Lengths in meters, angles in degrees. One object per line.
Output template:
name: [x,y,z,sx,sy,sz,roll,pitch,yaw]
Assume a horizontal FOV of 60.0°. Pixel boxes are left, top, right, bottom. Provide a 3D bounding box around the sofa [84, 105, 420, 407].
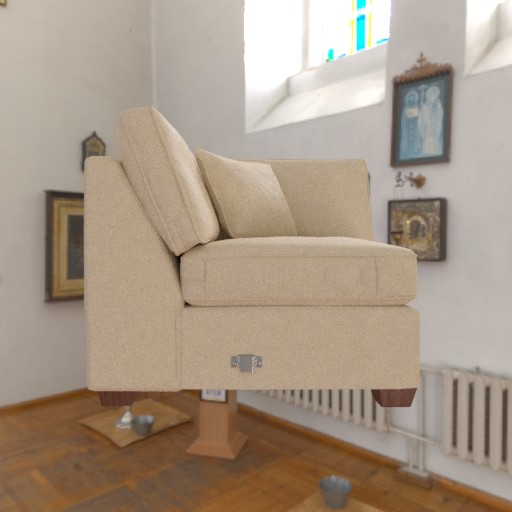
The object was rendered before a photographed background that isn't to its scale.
sofa: [0.000,0.000,1.949,1.146,1.002,1.084,0,0,-1]
